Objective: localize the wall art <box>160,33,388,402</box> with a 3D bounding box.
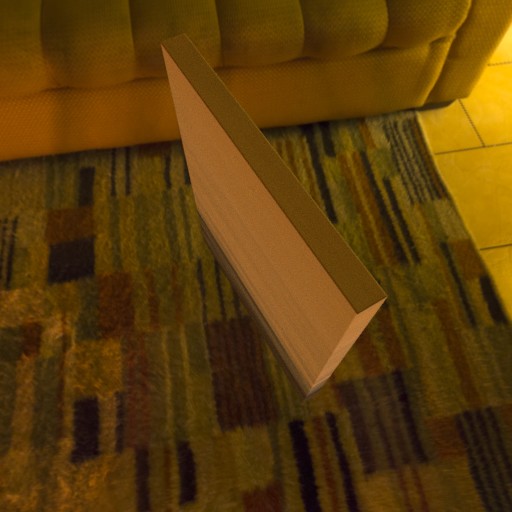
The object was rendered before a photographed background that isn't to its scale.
[{"bbox_3d":[0.000,0.000,0.836,0.040,0.608,0.489,-28,67,-13],"label":"wall art"}]
